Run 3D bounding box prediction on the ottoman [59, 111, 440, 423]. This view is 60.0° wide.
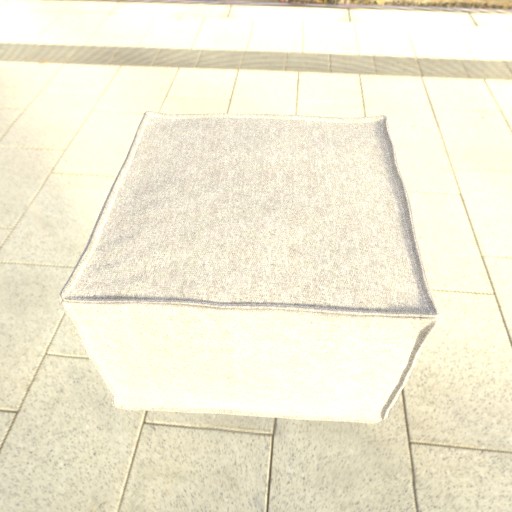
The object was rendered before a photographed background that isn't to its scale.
[{"bbox_3d":[0.000,0.000,1.145,0.707,0.470,0.696,3,48,2],"label":"ottoman"}]
